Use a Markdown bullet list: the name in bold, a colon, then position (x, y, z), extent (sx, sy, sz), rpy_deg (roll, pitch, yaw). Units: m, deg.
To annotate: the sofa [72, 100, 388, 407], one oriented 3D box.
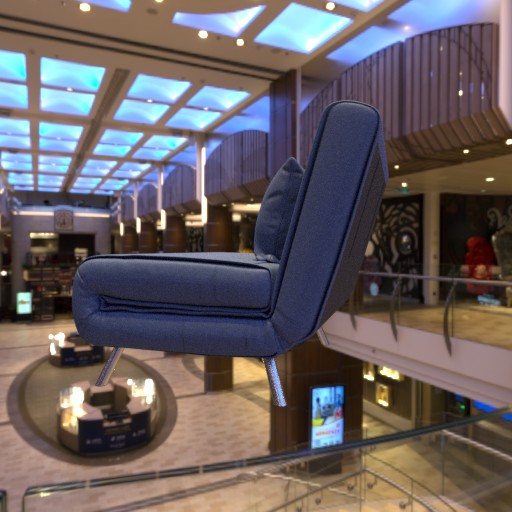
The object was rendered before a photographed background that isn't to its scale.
- **sofa**: position (0.000, 0.000, 1.773), extent (0.996, 0.860, 0.999), rpy_deg (0, 1, 18)
